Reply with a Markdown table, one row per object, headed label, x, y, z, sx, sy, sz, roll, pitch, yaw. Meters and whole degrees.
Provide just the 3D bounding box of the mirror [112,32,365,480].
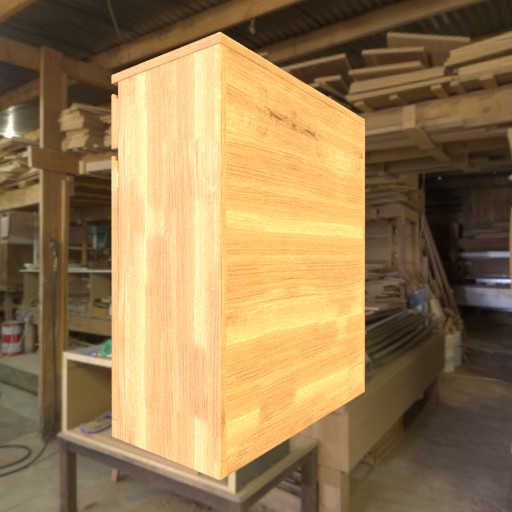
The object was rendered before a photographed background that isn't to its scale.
| label | x | y | z | sx | sy | sz | roll | pitch | yaw |
| --- | --- | --- | --- | --- | --- | --- | --- | --- | --- |
| mirror | 0.000 | 0.000 | 1.426 | 0.400 | 1.000 | 0.800 | 0 | 0 | 37 |
